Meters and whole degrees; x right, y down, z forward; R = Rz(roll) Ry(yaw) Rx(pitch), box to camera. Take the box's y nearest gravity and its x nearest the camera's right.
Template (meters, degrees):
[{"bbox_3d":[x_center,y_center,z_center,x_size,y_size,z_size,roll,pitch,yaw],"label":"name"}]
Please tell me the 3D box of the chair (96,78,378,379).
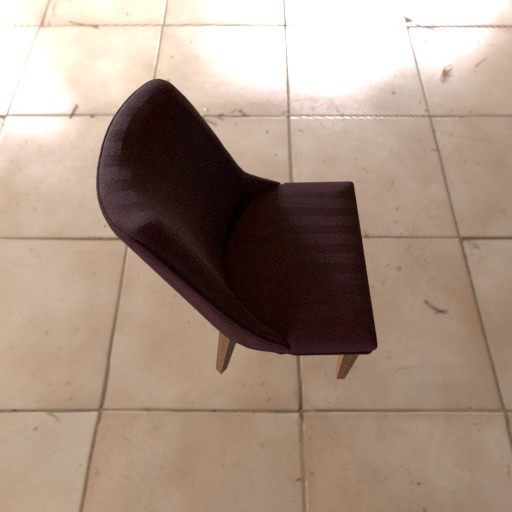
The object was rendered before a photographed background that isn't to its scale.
[{"bbox_3d":[0.000,0.000,1.280,0.638,0.916,0.548,-1,62,0],"label":"chair"}]
